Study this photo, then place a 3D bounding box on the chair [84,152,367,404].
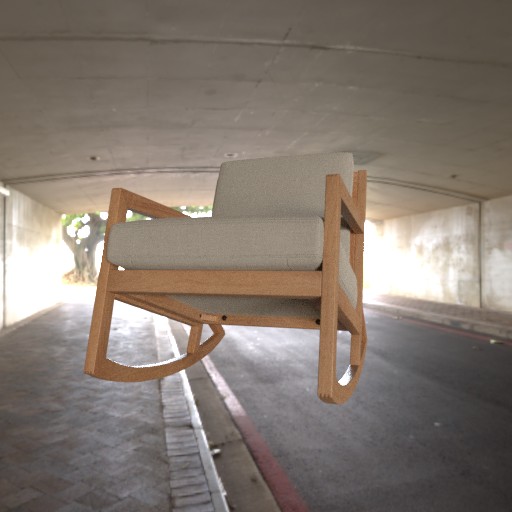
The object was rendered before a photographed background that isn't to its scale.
[{"bbox_3d":[0.000,0.000,1.419,0.622,0.790,0.857,0,-1,19],"label":"chair"}]
